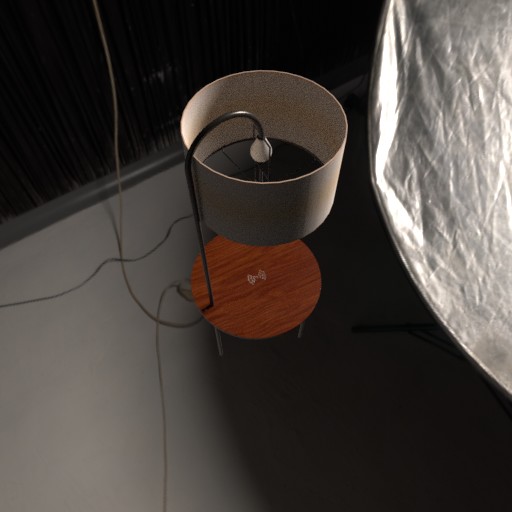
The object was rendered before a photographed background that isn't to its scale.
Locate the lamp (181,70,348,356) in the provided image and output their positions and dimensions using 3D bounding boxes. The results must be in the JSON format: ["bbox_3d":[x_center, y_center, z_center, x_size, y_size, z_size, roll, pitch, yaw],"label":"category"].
[{"bbox_3d":[0.000,0.000,1.808,0.573,1.517,0.573,0,57,0],"label":"lamp"}]
